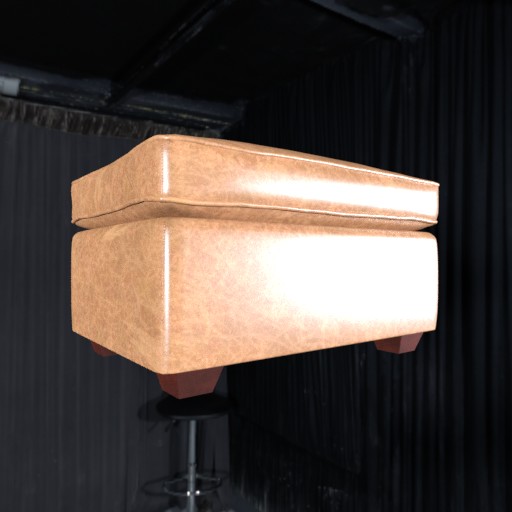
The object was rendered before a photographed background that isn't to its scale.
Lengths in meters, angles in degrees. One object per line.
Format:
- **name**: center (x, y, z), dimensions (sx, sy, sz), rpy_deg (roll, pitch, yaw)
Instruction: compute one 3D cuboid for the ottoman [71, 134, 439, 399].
- **ottoman**: center (0.000, 0.000, 1.090), dimensions (0.756, 0.468, 0.554), rpy_deg (0, 0, -36)
